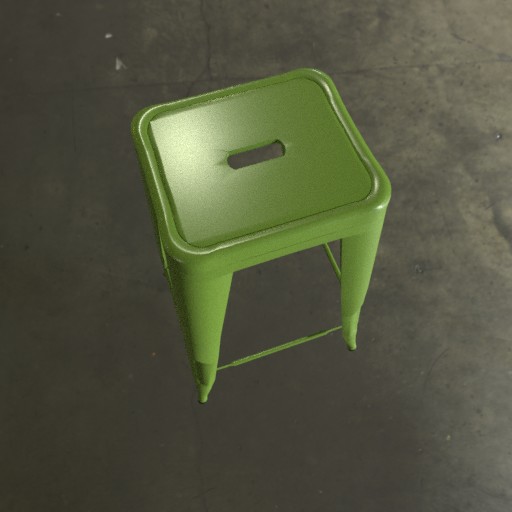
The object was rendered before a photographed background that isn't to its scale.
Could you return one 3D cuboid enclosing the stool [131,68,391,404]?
[{"bbox_3d":[0.000,0.000,0.843,0.398,0.609,0.358,-17,65,-8],"label":"stool"}]
